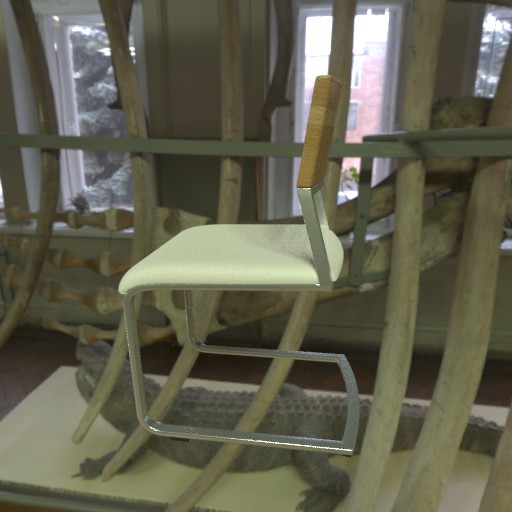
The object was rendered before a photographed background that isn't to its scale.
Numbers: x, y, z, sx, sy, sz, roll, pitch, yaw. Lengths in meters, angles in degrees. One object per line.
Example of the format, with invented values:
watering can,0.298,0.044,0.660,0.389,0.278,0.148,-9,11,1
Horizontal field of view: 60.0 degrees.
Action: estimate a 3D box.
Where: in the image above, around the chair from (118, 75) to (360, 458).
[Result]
chair,0.000,0.000,1.180,0.585,0.844,0.467,2,16,8
